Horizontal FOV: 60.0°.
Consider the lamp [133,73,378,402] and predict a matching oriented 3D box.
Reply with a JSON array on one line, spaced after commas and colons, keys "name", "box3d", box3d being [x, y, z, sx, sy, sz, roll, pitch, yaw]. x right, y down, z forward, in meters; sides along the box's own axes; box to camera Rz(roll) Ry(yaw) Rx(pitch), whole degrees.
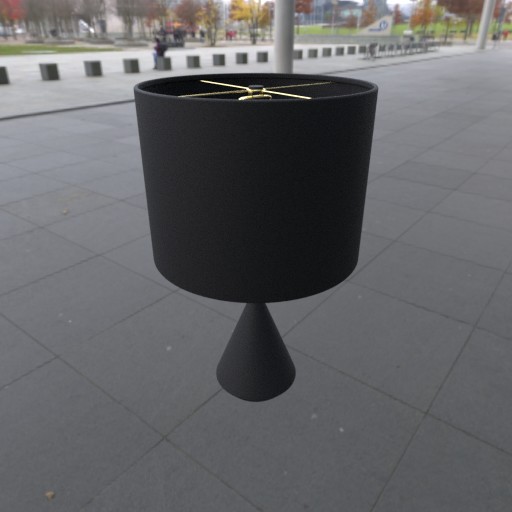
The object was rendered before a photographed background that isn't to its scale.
[{"name": "lamp", "box3d": [0.000, 0.000, 0.800, 0.359, 0.584, 0.359, -19, 33, -33]}]
